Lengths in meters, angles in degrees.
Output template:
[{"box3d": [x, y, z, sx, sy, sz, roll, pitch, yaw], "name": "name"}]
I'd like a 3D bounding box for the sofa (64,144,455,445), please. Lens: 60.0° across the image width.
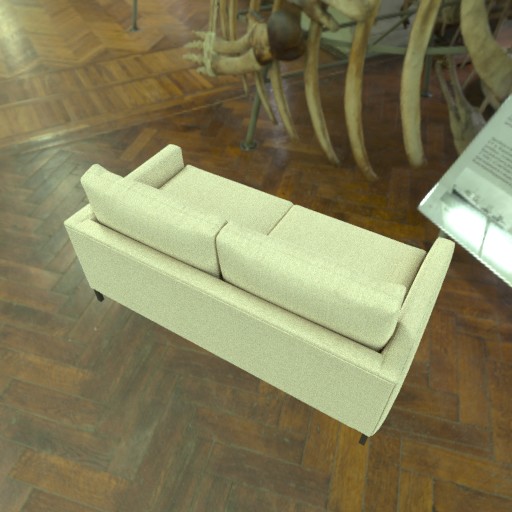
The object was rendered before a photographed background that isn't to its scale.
[{"box3d": [0.000, 0.000, 2.155, 1.651, 0.812, 0.839, 23, 50, 21], "name": "sofa"}]
